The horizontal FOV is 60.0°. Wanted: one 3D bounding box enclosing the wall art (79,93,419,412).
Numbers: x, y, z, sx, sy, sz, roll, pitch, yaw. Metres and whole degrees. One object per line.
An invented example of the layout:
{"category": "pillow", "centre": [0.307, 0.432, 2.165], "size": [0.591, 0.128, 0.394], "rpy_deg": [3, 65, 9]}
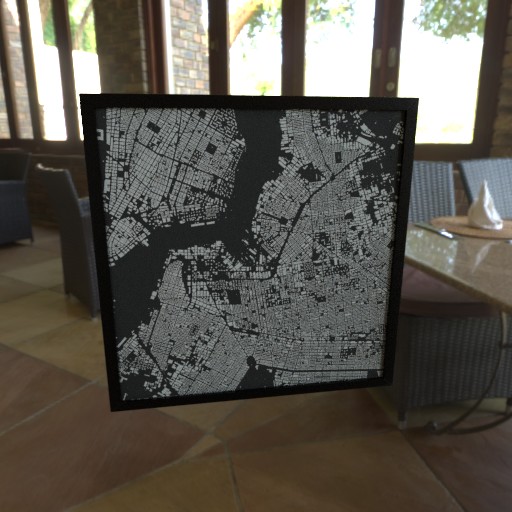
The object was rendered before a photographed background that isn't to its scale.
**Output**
{"category": "wall art", "centre": [0.000, 0.000, 0.442], "size": [0.299, 0.299, 0.037], "rpy_deg": [-3, 16, -9]}
